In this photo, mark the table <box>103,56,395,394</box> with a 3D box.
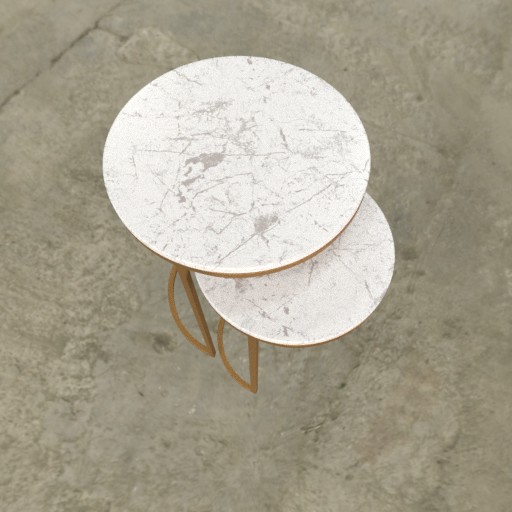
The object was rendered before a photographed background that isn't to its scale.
[{"bbox_3d":[0.000,0.000,0.894,0.400,0.550,0.507,-30,67,-14],"label":"table"}]
